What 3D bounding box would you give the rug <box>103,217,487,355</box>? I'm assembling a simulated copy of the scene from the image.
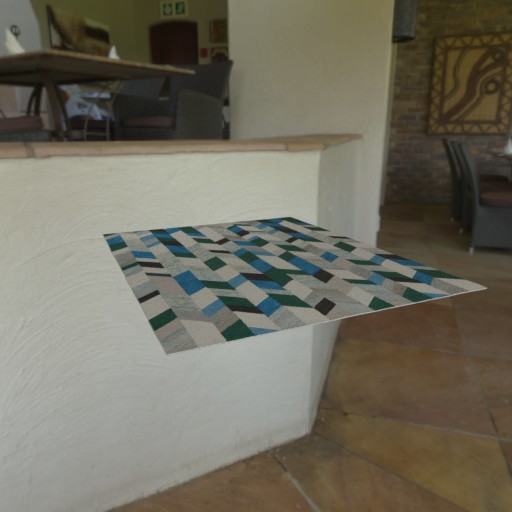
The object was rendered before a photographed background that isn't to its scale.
[{"bbox_3d":[0.000,0.000,4.157,2.440,0.008,3.036,-7,18,-24],"label":"rug"}]
